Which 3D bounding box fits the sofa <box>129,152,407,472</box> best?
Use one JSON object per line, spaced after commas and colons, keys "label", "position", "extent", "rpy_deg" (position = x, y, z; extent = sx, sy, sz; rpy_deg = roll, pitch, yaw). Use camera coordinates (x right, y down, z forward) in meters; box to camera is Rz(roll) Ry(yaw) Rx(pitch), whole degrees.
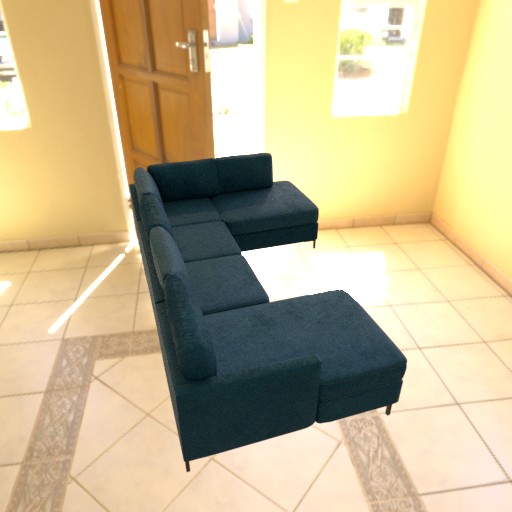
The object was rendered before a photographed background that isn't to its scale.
{"label": "sofa", "position": [0.000, 0.000, 4.242], "extent": [2.055, 0.992, 3.434], "rpy_deg": [-9, 32, -16]}
